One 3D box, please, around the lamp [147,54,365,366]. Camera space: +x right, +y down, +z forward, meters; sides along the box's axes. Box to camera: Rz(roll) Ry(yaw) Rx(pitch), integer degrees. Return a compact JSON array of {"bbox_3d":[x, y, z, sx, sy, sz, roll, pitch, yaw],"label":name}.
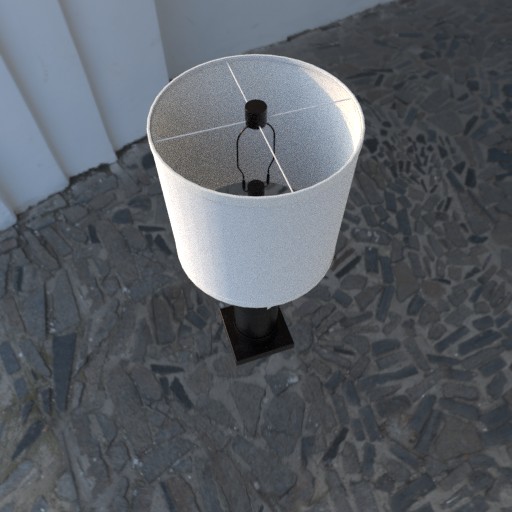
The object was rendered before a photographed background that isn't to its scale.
[{"bbox_3d":[0.000,0.000,0.631,0.211,0.509,0.211,-16,58,-10],"label":"lamp"}]
